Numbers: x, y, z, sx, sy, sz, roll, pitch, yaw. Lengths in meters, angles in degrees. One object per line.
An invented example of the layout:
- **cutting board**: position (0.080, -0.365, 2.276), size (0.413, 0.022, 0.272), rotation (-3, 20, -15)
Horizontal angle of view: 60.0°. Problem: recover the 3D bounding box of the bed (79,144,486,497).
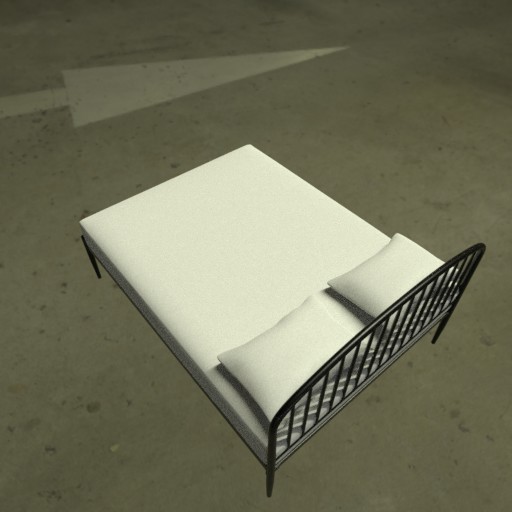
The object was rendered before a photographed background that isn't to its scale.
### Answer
- **bed**: position (0.000, 0.000, 2.999), size (1.618, 1.166, 2.159), rotation (-31, 54, -26)
